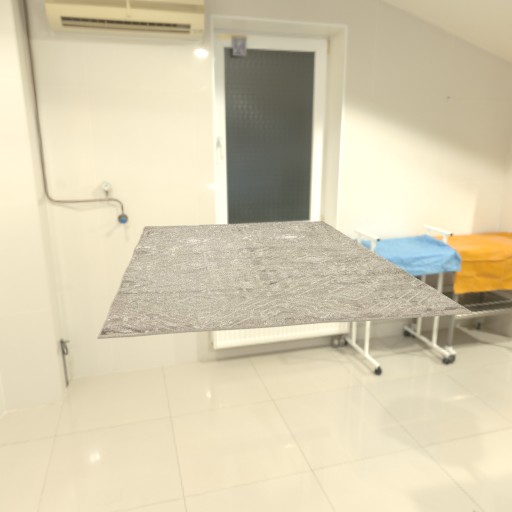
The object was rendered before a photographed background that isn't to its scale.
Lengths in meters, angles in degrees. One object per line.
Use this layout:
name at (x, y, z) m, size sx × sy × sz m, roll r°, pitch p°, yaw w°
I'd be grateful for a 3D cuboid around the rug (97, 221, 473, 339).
rug at (0.000, 0.000, 4.404) m, size 2.448 × 0.020 × 3.359 m, roll -2°, pitch 15°, yaw -9°
